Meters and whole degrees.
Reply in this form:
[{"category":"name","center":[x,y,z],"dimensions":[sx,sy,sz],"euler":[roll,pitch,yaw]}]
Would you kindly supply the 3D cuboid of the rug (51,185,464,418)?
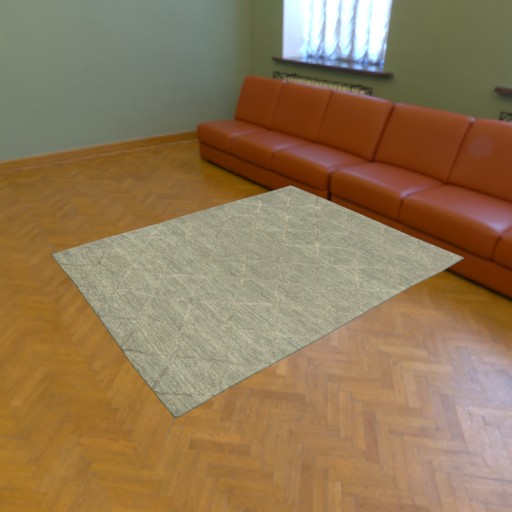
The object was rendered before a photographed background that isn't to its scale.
[{"category":"rug","center":[0.000,0.000,4.145],"dimensions":[3.048,0.013,2.438],"euler":[-21,35,-32]}]
